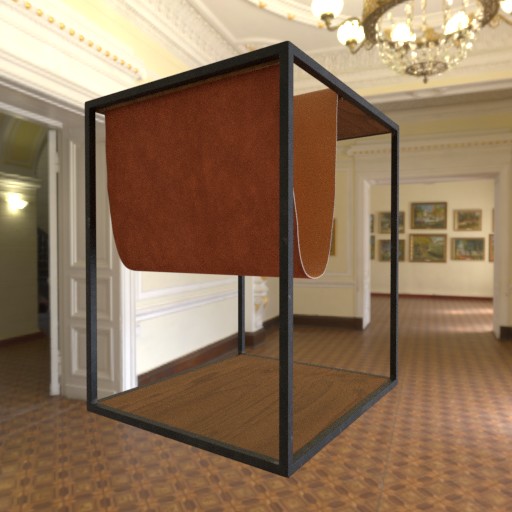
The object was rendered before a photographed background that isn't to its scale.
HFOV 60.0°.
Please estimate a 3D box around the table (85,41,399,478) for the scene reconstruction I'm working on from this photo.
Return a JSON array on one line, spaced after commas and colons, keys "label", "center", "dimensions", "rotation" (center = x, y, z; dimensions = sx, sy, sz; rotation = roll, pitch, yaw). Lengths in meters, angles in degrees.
[{"label": "table", "center": [0.000, 0.000, 0.832], "dimensions": [0.399, 0.536, 0.450], "rotation": [1, 1, 34]}]
